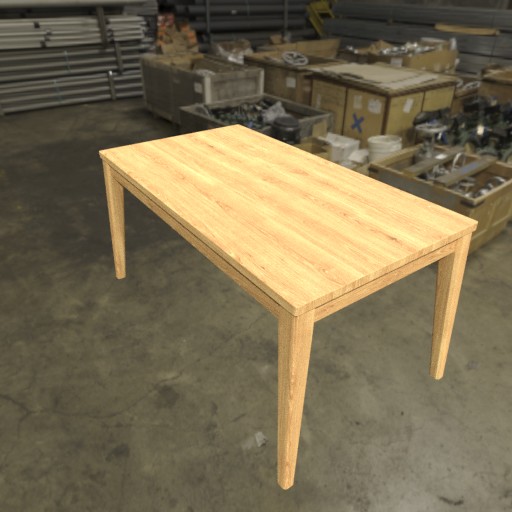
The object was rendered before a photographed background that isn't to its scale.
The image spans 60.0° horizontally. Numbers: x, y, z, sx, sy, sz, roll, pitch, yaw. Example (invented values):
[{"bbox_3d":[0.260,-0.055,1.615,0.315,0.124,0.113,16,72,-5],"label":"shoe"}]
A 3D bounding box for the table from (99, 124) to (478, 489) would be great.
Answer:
[{"bbox_3d":[0.000,0.000,2.090,0.900,0.760,1.600,-21,37,-30],"label":"table"}]
